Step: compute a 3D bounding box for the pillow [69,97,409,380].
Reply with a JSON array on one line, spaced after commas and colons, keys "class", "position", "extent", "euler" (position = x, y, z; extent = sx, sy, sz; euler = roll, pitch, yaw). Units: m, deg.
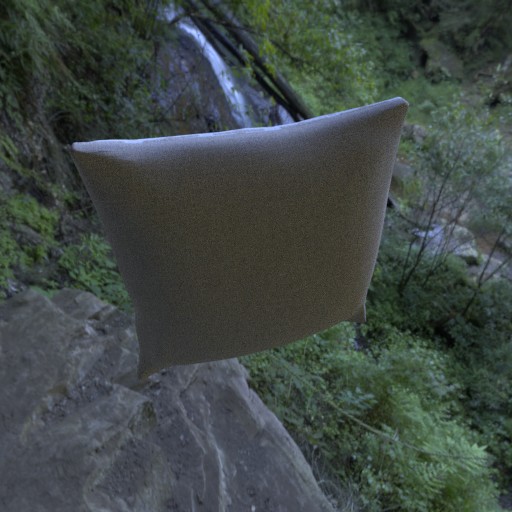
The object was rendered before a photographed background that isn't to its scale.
[{"class": "pillow", "position": [0.000, 0.000, 0.775], "extent": [0.496, 0.491, 0.219], "euler": [-12, 43, -14]}]
